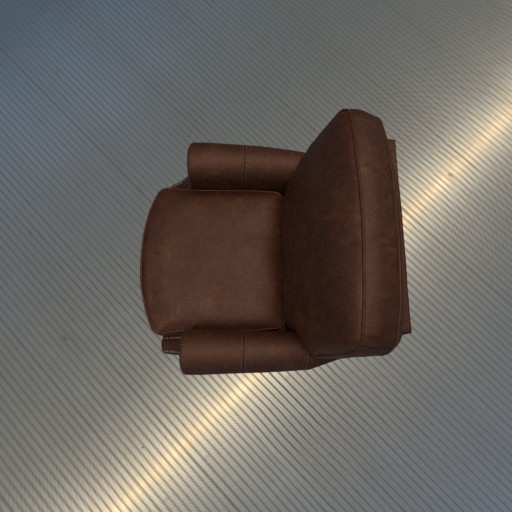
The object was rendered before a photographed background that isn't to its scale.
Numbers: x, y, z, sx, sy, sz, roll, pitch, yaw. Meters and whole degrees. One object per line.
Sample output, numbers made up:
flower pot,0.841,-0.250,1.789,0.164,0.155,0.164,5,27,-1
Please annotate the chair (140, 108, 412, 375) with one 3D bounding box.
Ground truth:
chair,0.000,0.000,1.809,0.986,1.018,0.936,0,76,0
